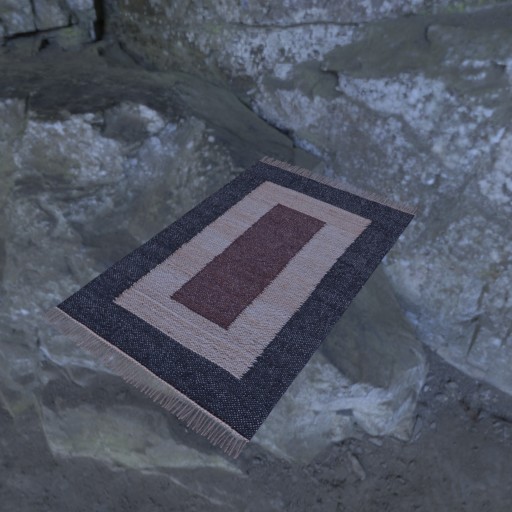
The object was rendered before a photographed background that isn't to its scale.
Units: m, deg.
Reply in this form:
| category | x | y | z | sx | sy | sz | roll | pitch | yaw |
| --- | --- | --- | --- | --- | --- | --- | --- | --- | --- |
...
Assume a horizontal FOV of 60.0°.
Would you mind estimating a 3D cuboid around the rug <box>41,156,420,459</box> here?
| category | x | y | z | sx | sy | sz | roll | pitch | yaw |
| --- | --- | --- | --- | --- | --- | --- | --- | --- | --- |
| rug | 0.000 | 0.000 | 2.555 | 1.224 | 0.027 | 2.021 | 25 | 47 | 26 |
